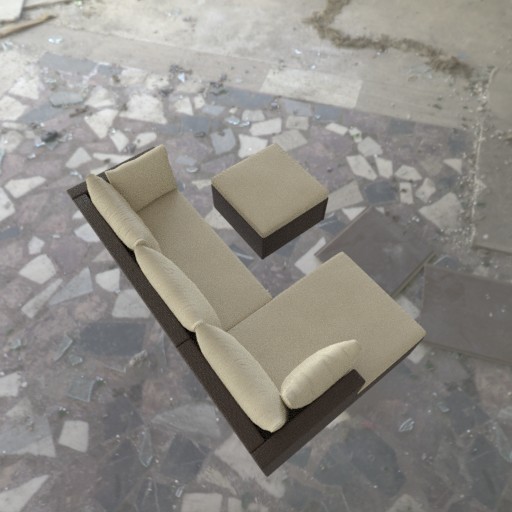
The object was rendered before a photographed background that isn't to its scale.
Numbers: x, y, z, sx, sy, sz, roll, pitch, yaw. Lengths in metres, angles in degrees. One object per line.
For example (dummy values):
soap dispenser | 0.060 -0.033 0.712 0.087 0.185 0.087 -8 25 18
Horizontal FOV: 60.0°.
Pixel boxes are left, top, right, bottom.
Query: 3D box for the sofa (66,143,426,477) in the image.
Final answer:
sofa | 0.000 0.000 3.040 1.612 0.766 2.192 -33 64 -19
